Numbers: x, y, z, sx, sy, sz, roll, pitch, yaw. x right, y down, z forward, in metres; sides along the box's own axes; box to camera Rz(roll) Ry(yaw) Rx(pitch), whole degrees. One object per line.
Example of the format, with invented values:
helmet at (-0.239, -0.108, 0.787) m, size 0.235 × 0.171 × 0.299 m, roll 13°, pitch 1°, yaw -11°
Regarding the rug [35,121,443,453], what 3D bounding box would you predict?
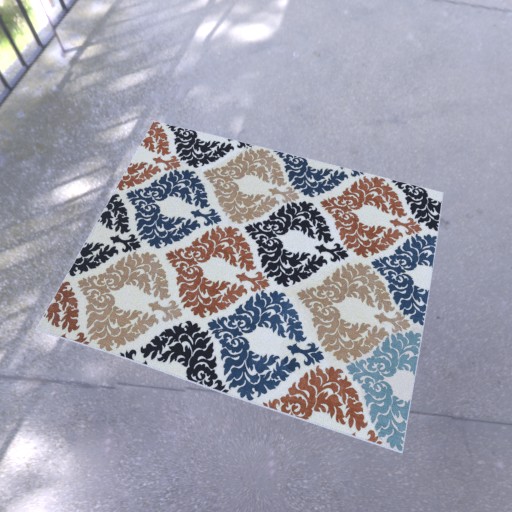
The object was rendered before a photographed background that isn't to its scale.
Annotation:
rug at (0.000, 0.000, 3.953) m, size 3.040 × 0.014 × 2.423 m, roll 16°, pitch 64°, yaw 8°
